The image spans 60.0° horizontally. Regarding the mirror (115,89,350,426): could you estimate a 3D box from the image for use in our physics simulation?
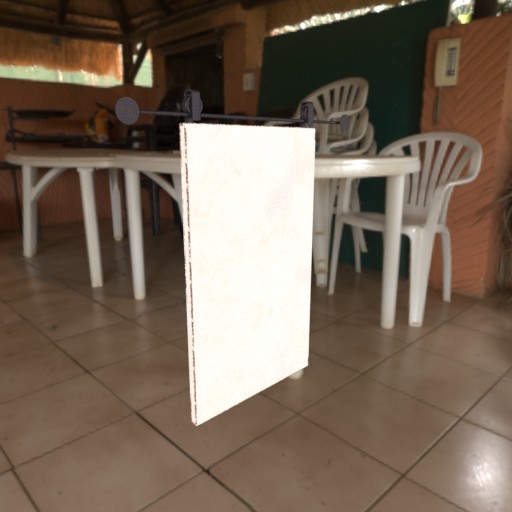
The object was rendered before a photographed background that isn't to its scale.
[{"bbox_3d":[0.000,0.000,1.240,0.808,0.844,0.037,-14,20,-43],"label":"mirror"}]
